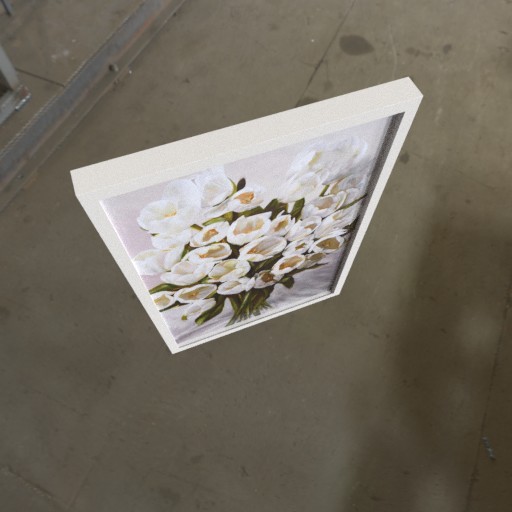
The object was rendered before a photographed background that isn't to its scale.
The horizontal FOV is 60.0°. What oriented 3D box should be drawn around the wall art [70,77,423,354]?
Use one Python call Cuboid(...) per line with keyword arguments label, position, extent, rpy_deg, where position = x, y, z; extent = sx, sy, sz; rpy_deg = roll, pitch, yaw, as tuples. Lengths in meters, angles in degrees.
Cuboid(label="wall art", position=(0.000, 0.000, 0.837), extent=(0.450, 0.657, 0.038), rpy_deg=(-18, 64, -9))
